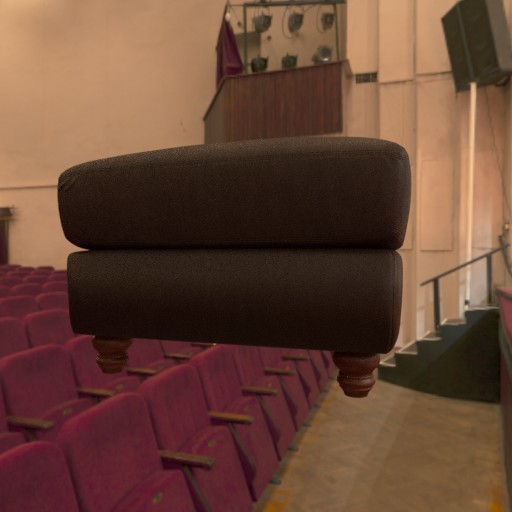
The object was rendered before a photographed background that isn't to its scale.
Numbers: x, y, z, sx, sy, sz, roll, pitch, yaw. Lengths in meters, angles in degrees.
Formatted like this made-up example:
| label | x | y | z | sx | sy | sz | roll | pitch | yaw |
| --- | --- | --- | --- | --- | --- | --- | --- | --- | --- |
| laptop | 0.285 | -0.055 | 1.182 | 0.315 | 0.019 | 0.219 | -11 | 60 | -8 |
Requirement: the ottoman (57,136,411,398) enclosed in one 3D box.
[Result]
| label | x | y | z | sx | sy | sz | roll | pitch | yaw |
| --- | --- | --- | --- | --- | --- | --- | --- | --- | --- |
| ottoman | 0.000 | 0.000 | 1.225 | 0.806 | 0.569 | 0.670 | 0 | 0 | 18 |
